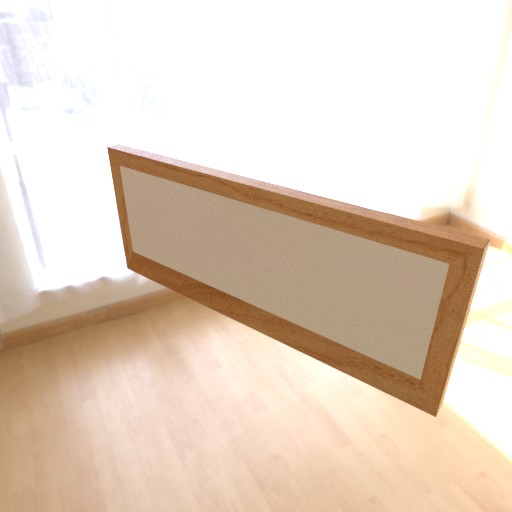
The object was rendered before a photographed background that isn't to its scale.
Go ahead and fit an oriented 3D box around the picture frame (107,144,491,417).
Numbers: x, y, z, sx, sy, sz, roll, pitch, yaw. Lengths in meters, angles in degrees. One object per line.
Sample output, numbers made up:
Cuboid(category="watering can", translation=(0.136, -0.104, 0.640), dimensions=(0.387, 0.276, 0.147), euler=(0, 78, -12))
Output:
Cuboid(category="picture frame", translation=(0.000, 0.000, 0.650), dimensions=(0.582, 0.234, 0.045), euler=(20, 35, 32))
